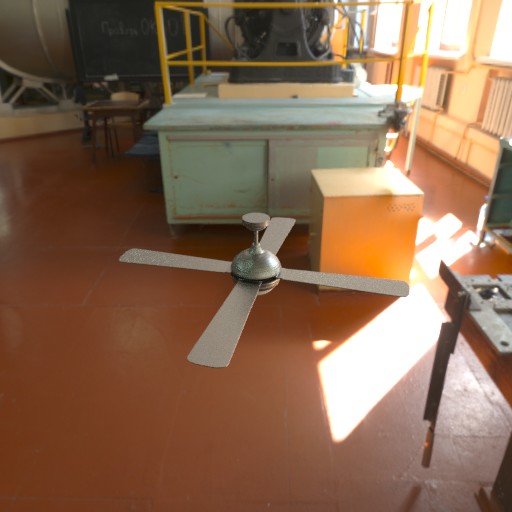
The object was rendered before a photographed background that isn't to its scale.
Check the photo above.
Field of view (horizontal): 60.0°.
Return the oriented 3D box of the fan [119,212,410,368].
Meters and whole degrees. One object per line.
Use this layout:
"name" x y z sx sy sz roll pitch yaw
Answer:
"fan" 0.000 0.000 2.050 1.321 0.381 1.321 17 31 31
